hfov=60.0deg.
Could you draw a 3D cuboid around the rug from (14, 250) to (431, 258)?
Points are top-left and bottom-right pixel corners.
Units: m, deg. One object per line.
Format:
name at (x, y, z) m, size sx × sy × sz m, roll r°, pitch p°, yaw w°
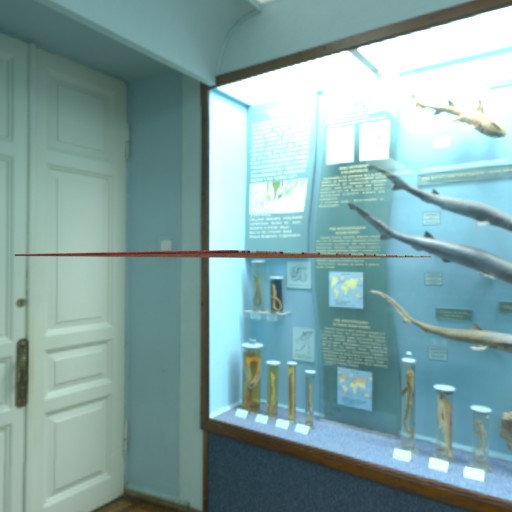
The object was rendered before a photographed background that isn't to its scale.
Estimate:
rug at (0.000, 0.000, 2.248) m, size 1.223 × 0.008 × 1.817 m, roll 0°, pitch -1°, yaw 37°
